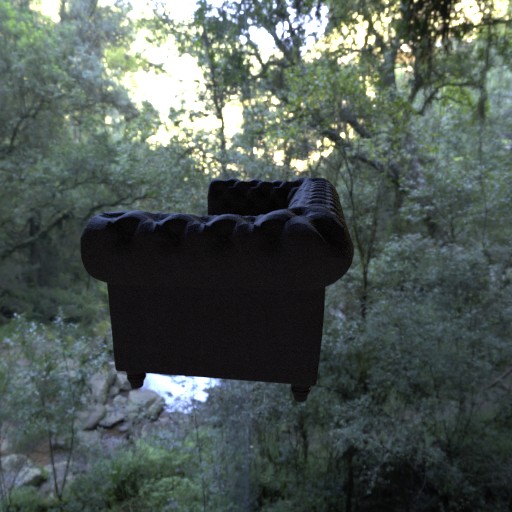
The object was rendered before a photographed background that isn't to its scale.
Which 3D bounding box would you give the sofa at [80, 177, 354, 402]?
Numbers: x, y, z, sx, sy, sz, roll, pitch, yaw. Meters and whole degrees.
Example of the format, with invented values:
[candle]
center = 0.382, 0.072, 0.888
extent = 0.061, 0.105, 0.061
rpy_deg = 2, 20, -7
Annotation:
[sofa]
center = 0.000, 0.000, 2.488
extent = 0.944, 0.780, 2.048
rpy_deg = 2, 14, 8
